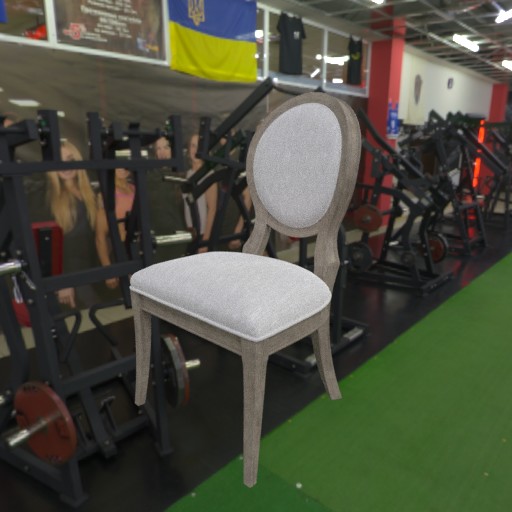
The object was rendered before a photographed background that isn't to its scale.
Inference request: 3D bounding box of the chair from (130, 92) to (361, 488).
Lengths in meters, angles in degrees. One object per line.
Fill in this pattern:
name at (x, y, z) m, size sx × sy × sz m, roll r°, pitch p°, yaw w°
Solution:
chair at (0.000, 0.000, 1.371) m, size 0.558 × 0.990 × 0.602 m, roll 14°, pitch 20°, yaw 42°
